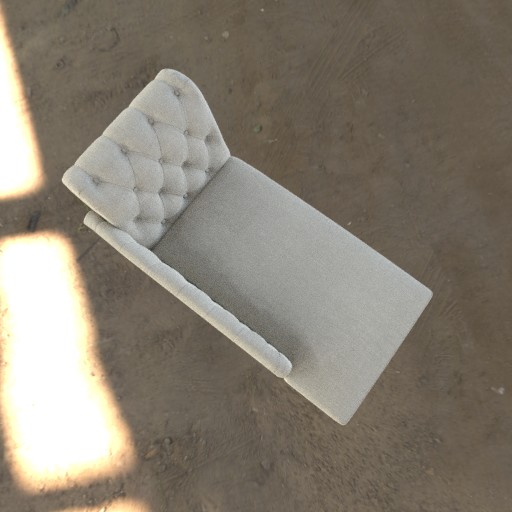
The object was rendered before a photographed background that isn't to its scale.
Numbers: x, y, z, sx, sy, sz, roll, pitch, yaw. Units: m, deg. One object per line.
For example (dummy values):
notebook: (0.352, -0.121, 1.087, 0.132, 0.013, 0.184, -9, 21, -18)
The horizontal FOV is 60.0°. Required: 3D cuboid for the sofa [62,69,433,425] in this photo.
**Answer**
sofa: (0.000, 0.000, 1.866, 1.379, 0.787, 0.675, 37, 79, 9)
